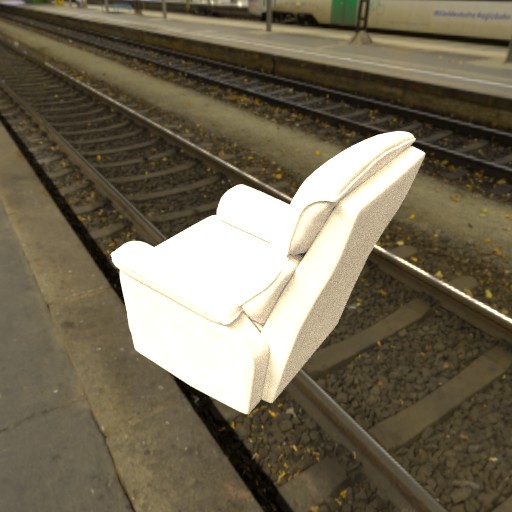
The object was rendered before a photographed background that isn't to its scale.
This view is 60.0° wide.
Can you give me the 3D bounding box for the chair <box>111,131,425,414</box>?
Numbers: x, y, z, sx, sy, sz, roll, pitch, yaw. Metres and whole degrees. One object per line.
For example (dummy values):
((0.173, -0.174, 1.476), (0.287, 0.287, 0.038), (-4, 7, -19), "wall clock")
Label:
((0.000, 0.000, 1.762), (1.001, 1.039, 0.820), (20, 37, 29), "chair")
